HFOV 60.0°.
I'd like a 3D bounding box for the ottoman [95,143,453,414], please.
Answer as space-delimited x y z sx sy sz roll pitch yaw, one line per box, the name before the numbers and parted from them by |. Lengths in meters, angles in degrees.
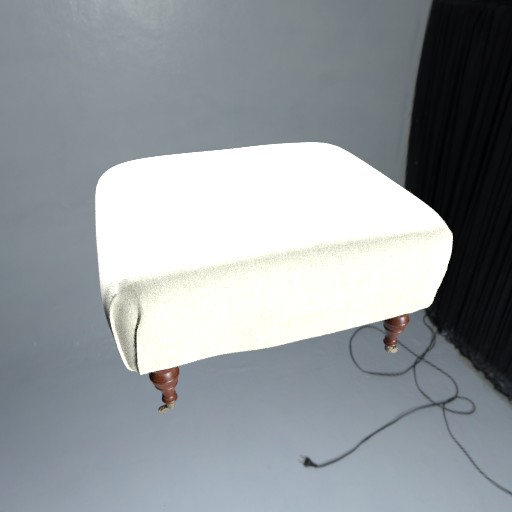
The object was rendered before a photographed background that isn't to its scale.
ottoman | 0.000 0.000 1.144 0.747 0.450 0.622 -10 34 -15
